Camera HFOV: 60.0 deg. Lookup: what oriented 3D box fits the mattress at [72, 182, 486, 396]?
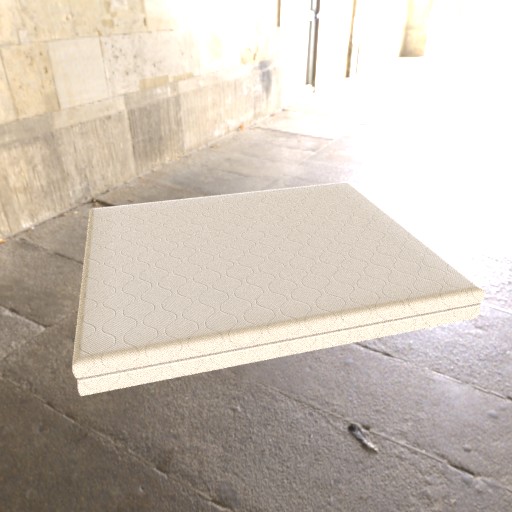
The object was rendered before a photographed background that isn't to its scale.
[{"bbox_3d":[0.000,0.000,2.732,2.000,0.200,1.600,-8,31,-13],"label":"mattress"}]
